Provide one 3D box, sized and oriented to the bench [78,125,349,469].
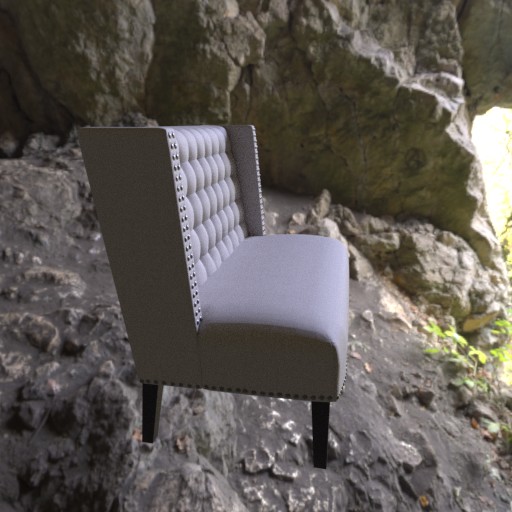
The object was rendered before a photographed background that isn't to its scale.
[{"bbox_3d":[0.000,0.000,1.995,0.847,1.123,1.280,3,17,11],"label":"bench"}]
